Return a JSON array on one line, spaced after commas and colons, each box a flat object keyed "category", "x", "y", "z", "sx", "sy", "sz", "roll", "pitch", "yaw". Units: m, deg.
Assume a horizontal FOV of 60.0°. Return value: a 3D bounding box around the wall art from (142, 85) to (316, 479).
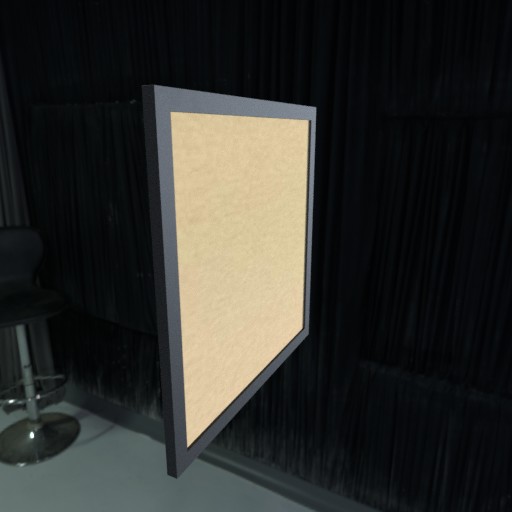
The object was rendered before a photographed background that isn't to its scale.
[{"category": "wall art", "x": 0.000, "y": 0.000, "z": 0.536, "sx": 0.012, "sy": 0.357, "sz": 0.358, "roll": 8, "pitch": 17, "yaw": 26}]
